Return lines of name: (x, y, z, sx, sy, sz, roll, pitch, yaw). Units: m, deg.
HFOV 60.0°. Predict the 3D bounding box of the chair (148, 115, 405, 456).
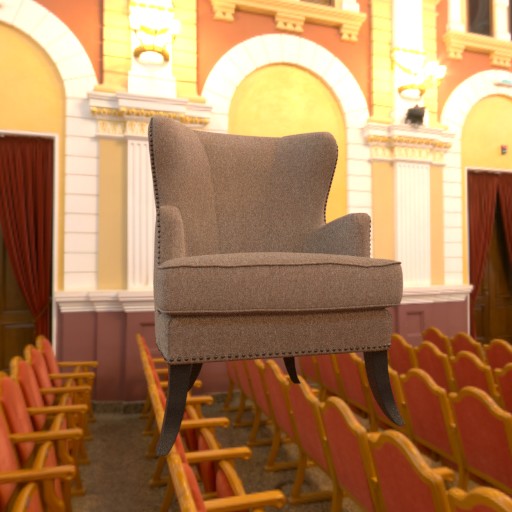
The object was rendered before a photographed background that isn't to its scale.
chair: (0.000, 0.000, 1.610, 0.759, 1.060, 0.758, 0, -1, -17)
